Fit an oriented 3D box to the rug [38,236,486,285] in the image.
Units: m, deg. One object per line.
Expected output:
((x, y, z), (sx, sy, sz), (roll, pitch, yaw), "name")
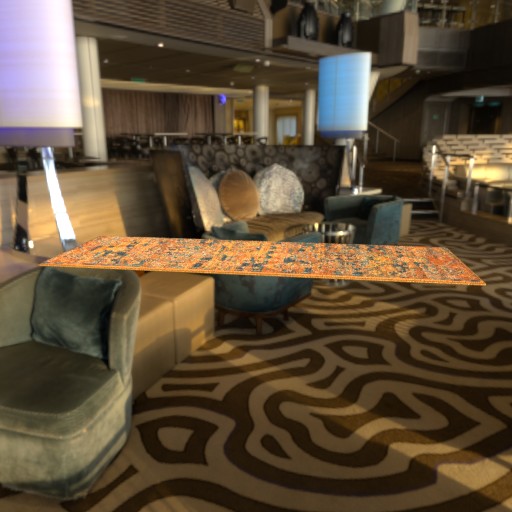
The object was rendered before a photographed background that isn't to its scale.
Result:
((0.000, 0.000, 2.045), (1.820, 0.013, 0.556), (2, 15, 8), "rug")
